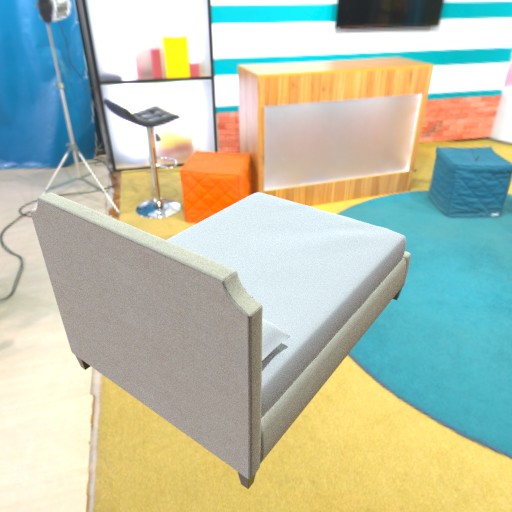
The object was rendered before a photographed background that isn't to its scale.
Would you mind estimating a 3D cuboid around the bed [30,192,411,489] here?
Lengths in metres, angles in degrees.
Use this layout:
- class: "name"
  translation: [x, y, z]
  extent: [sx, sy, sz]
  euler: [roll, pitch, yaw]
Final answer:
- class: "bed"
  translation: [0.000, 0.000, 3.415]
  extent: [1.713, 1.457, 2.381]
  euler: [21, 37, 31]
